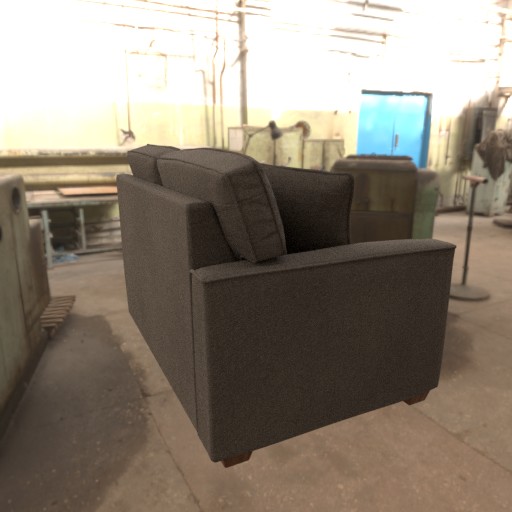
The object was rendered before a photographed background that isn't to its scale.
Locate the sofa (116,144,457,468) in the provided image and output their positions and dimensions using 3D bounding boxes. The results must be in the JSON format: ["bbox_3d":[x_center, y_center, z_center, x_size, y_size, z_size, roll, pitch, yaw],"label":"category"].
[{"bbox_3d":[0.000,0.000,2.031,0.991,0.989,1.388,-7,16,-25],"label":"sofa"}]
